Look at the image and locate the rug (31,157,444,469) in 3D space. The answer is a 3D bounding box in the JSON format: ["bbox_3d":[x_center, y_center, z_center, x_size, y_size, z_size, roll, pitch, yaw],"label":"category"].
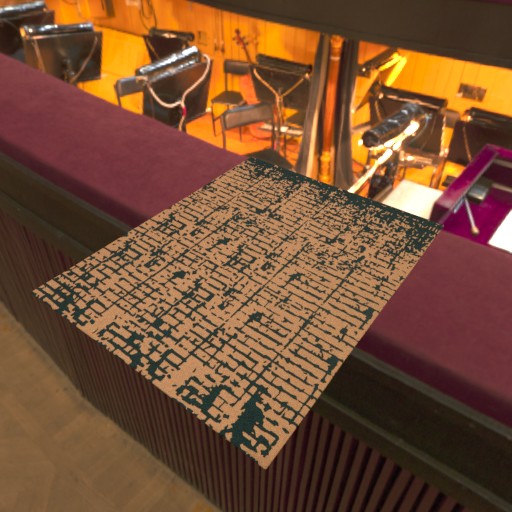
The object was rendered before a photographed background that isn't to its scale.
[{"bbox_3d":[0.000,0.000,4.047,2.416,0.014,3.017,26,46,28],"label":"rug"}]
